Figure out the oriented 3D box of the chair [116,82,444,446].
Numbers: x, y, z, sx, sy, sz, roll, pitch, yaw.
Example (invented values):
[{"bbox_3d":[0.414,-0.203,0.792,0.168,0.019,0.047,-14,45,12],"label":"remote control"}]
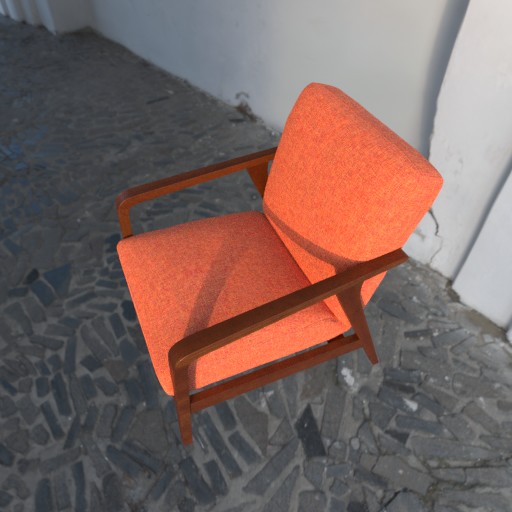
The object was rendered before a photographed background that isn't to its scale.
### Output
[{"bbox_3d":[0.000,0.000,1.515,0.860,0.890,0.719,-18,49,-16],"label":"chair"}]
